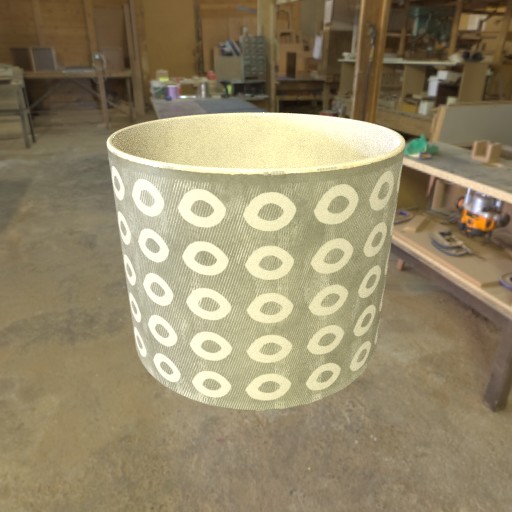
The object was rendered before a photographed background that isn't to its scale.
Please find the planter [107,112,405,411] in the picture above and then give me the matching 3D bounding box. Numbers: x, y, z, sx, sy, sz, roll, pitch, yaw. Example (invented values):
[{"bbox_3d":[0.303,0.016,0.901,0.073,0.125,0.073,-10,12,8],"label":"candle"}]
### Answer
[{"bbox_3d":[0.000,0.000,0.438,0.250,0.239,0.250,0,26,0],"label":"planter"}]
